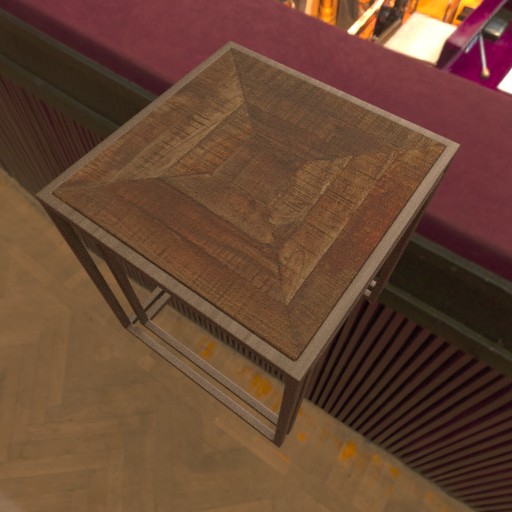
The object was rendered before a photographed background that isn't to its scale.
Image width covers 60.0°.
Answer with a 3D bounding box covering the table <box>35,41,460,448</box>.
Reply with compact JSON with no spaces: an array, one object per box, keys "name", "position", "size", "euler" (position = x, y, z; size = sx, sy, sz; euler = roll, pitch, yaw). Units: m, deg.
[{"name":"table","position":[0.000,0.000,0.864],"size":[0.449,0.500,0.450],"euler":[32,64,18]}]
